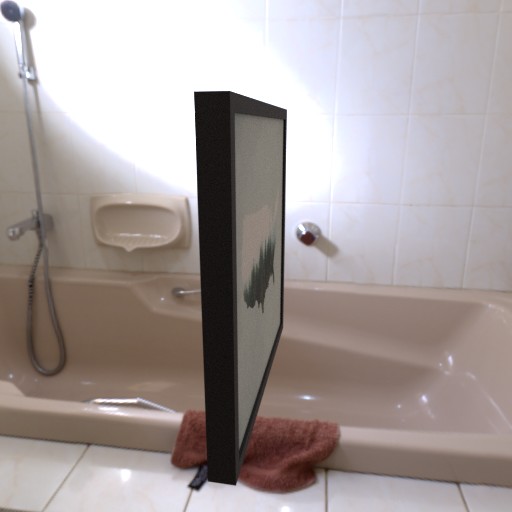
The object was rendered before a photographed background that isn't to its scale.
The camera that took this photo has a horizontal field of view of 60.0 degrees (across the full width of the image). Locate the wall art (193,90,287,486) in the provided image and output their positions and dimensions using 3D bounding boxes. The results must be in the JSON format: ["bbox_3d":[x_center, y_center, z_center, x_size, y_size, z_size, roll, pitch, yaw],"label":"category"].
[{"bbox_3d":[0.000,0.000,0.780,0.040,0.509,0.509,3,16,10],"label":"wall art"}]
